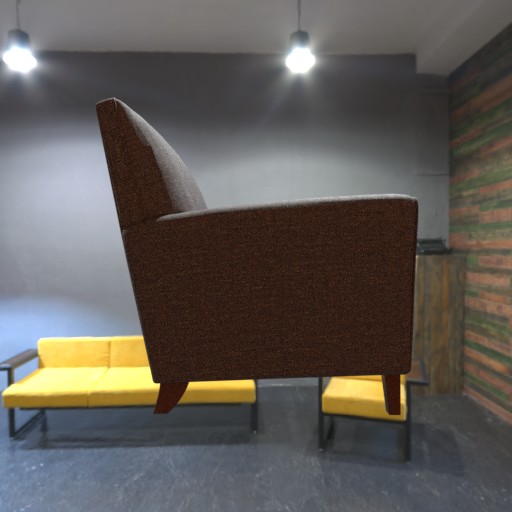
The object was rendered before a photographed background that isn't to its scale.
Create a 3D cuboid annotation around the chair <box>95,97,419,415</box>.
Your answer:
[{"bbox_3d":[0.000,0.000,1.594,0.875,0.885,0.838,0,1,0],"label":"chair"}]
